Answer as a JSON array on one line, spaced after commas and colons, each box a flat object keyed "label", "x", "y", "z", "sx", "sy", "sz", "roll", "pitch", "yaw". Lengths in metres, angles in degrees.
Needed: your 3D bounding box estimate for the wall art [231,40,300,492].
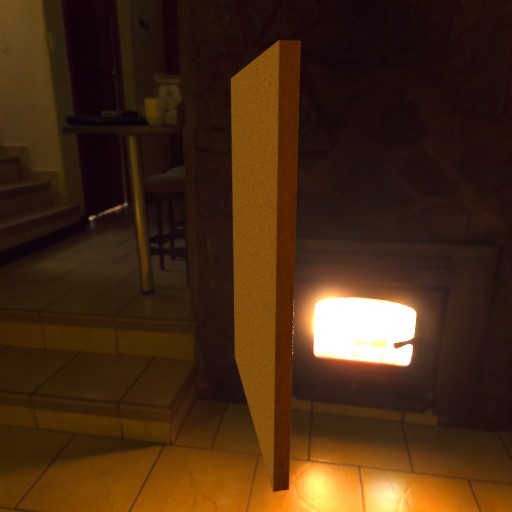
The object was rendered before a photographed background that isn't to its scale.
[{"label": "wall art", "x": 0.000, "y": 0.000, "z": 1.146, "sx": 0.037, "sy": 0.914, "sz": 0.610, "roll": -3, "pitch": 16, "yaw": -10}]
